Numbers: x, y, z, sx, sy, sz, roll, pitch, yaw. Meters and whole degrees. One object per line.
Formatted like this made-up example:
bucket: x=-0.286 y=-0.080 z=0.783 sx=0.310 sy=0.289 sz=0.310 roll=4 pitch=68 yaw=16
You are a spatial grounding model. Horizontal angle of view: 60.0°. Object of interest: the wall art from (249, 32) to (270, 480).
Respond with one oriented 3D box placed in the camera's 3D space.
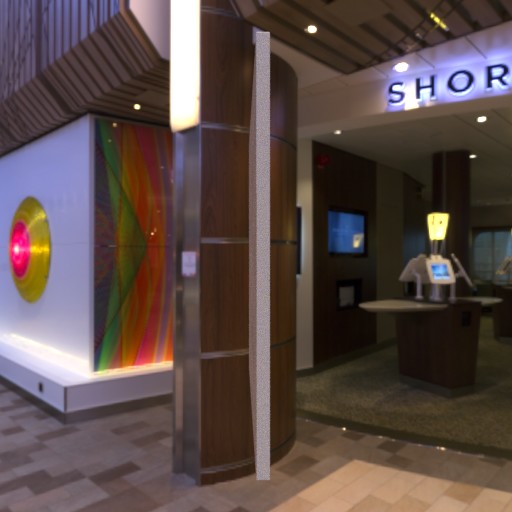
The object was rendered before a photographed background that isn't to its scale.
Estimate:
wall art: x=0.000 y=0.000 z=0.985 sx=0.020 sy=0.661 sz=0.664 roll=0 pitch=0 yaw=-2
